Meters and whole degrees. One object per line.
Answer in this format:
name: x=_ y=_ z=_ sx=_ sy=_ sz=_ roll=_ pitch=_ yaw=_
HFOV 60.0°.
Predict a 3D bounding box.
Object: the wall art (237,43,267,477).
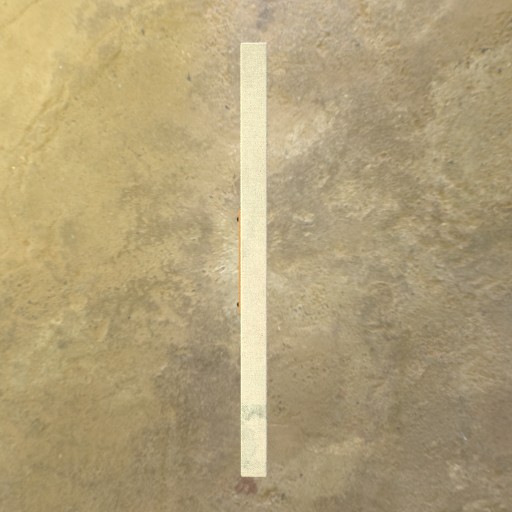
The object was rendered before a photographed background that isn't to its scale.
wall art: x=0.000 y=0.000 z=0.918 sx=0.044 sy=0.605 sz=0.605 roll=0 pitch=92 yaw=1
